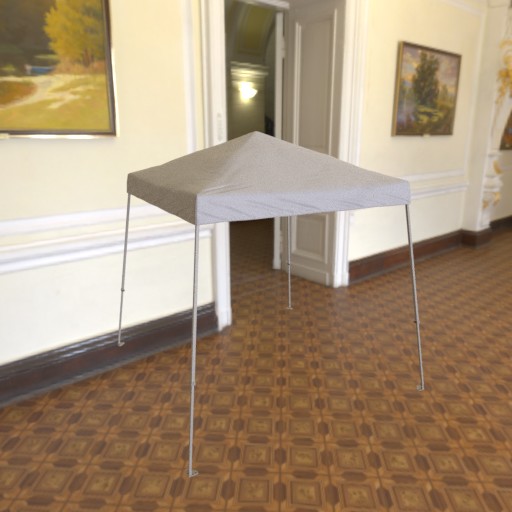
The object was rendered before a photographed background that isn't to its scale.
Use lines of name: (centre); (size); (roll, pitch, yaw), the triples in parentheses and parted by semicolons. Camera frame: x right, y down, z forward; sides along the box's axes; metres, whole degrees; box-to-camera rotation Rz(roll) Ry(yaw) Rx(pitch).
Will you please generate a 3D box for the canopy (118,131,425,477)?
canopy: (0.000, 0.000, 6.639); (3.600, 3.600, 3.599); (-8, 17, -27)
